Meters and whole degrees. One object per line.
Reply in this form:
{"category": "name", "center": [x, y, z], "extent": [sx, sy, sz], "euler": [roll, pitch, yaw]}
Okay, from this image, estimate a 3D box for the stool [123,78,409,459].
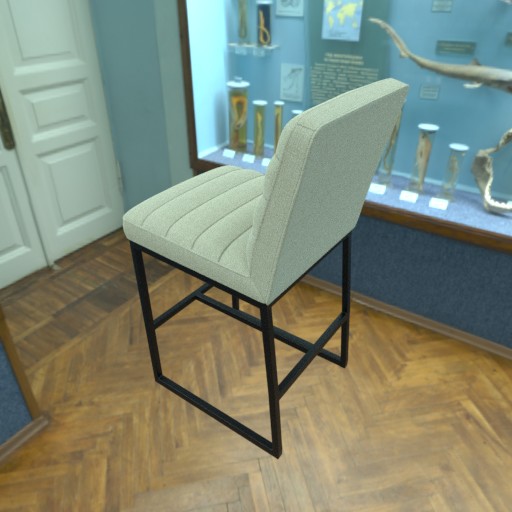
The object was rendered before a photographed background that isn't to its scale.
{"category": "stool", "center": [0.000, 0.000, 1.243], "extent": [0.560, 0.940, 0.460], "euler": [21, 37, 30]}
